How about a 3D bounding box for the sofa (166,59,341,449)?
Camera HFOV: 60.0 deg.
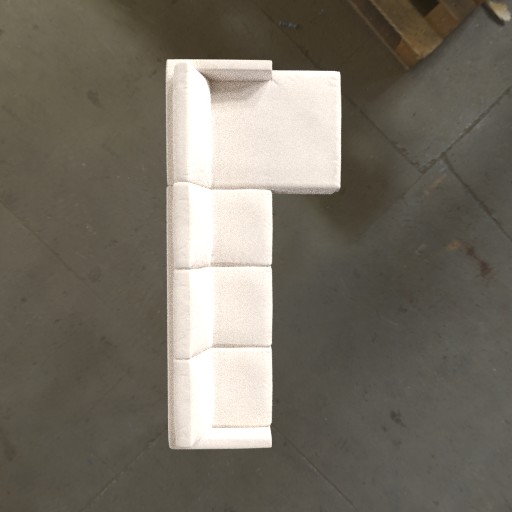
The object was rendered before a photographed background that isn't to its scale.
[{"bbox_3d":[0.000,0.000,4.196,1.606,0.954,3.471,0,92,-1],"label":"sofa"}]
